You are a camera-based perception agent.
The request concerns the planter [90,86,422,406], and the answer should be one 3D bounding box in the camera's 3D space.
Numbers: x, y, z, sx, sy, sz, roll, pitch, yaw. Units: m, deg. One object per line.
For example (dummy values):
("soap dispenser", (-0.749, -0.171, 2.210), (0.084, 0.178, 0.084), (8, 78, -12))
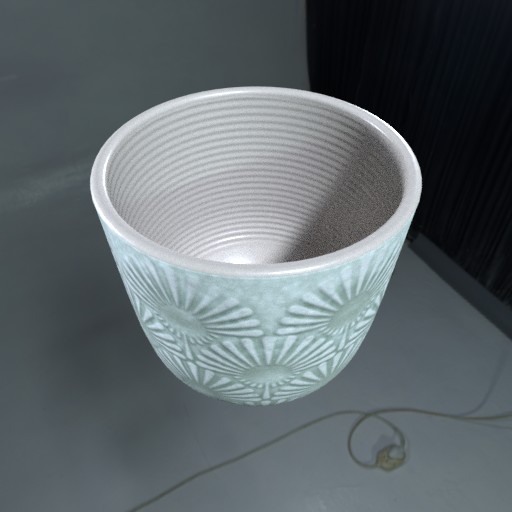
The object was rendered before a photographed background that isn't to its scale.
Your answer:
("planter", (0.000, 0.000, 0.209), (0.124, 0.109, 0.124), (0, 45, 0))
